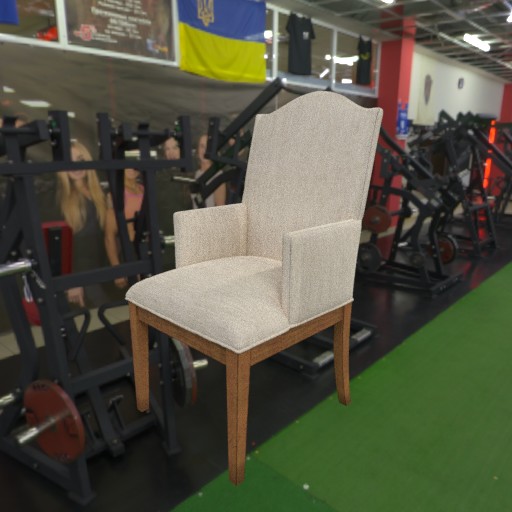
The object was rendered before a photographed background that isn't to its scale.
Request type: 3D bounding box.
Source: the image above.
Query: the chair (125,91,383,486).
[{"bbox_3d":[0.000,0.000,1.390,0.533,1.016,0.641,14,20,43],"label":"chair"}]
